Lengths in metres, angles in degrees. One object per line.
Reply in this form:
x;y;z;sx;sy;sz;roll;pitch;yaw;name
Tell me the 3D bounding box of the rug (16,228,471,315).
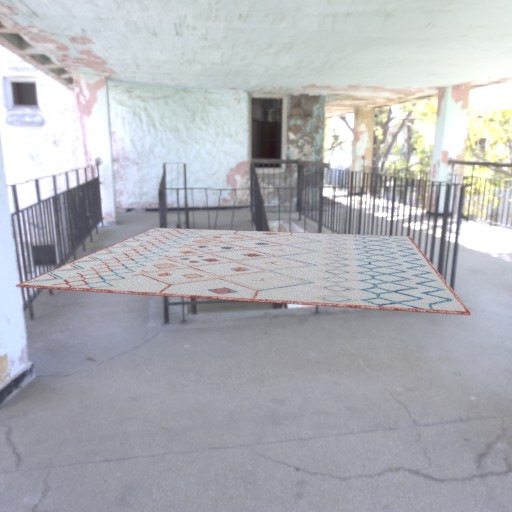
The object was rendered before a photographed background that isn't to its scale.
0.000;0.000;4.059;3.050;0.016;2.441;2;14;10;rug
